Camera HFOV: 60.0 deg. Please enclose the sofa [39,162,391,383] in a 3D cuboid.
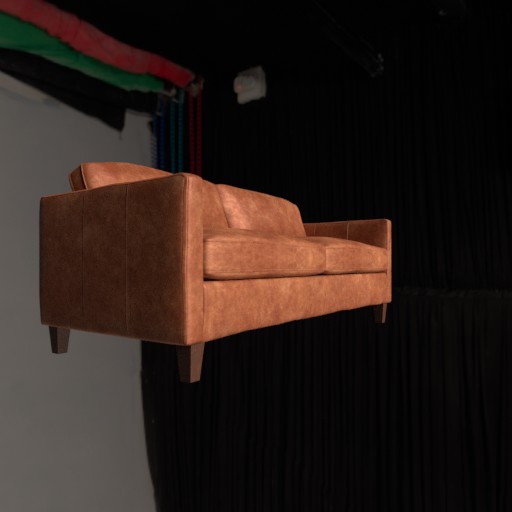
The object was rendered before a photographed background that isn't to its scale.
[{"bbox_3d":[0.000,0.000,2.433,0.923,0.863,1.971,-1,-1,36],"label":"sofa"}]
